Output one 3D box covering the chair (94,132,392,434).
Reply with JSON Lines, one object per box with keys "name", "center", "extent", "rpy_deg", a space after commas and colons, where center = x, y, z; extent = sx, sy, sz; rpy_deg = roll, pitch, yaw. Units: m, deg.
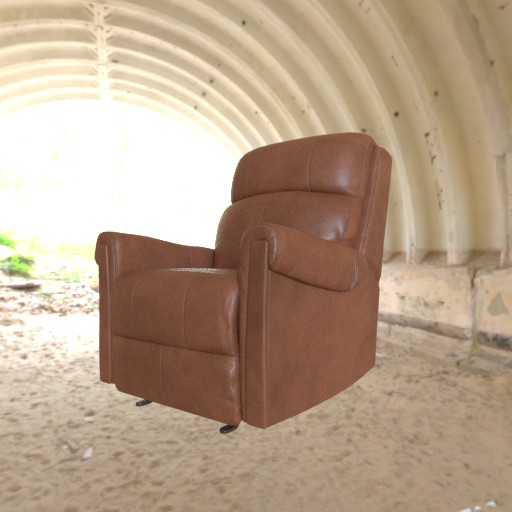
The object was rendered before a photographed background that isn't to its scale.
{"name": "chair", "center": [0.000, 0.000, 1.763], "extent": [0.838, 1.054, 1.014], "rpy_deg": [0, 0, 37]}
